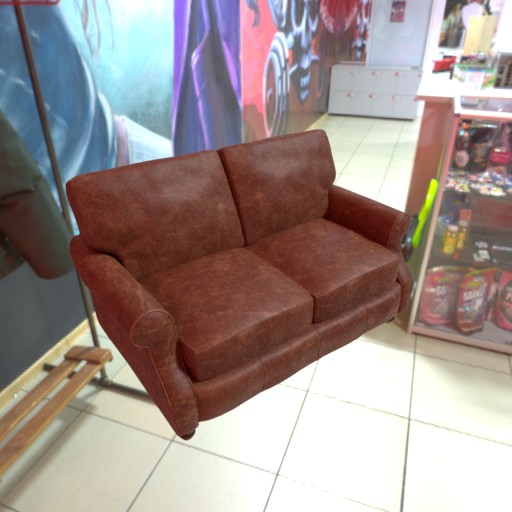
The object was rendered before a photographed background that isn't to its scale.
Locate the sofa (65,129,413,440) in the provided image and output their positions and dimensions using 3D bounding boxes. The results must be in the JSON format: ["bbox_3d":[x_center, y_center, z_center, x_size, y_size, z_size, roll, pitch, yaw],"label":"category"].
[{"bbox_3d":[0.000,0.000,2.250,1.616,0.967,0.990,-20,35,-32],"label":"sofa"}]
